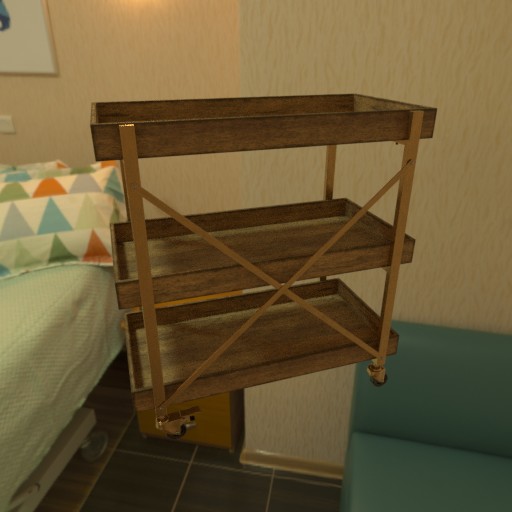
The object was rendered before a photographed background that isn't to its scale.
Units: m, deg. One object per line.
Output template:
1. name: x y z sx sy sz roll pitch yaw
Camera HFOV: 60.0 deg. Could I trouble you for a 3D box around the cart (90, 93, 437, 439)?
1. cart: 0.000 0.000 1.231 0.750 0.799 0.416 -8 26 -16
